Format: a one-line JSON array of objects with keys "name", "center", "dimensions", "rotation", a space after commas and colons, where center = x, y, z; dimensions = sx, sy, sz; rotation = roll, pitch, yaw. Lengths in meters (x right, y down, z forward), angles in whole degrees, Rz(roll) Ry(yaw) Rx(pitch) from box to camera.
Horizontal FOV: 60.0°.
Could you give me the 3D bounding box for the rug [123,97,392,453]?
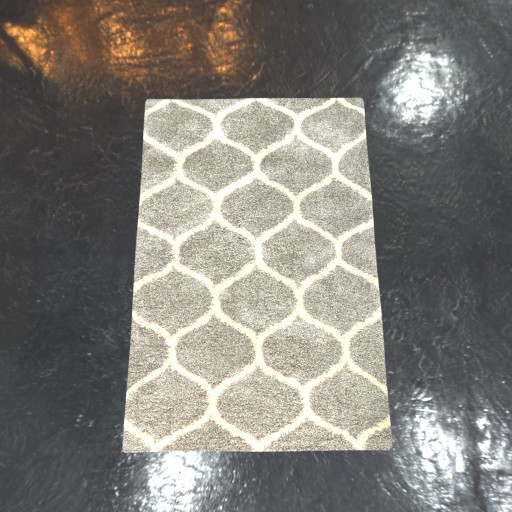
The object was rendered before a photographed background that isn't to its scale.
[{"name": "rug", "center": [0.000, 0.000, 3.312], "dimensions": [1.801, 0.026, 2.701], "rotation": [0, 75, 0]}]
